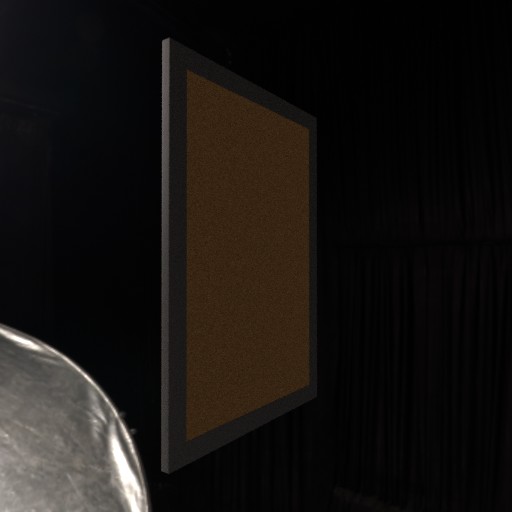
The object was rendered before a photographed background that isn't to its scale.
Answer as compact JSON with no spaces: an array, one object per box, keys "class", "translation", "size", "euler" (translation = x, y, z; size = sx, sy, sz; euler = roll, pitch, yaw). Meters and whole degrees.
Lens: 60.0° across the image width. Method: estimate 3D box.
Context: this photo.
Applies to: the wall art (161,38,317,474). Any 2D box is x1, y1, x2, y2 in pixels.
[{"class":"wall art","translation":[0.000,0.000,0.699],"size":[0.013,0.534,0.380],"euler":[0,-1,36]}]
